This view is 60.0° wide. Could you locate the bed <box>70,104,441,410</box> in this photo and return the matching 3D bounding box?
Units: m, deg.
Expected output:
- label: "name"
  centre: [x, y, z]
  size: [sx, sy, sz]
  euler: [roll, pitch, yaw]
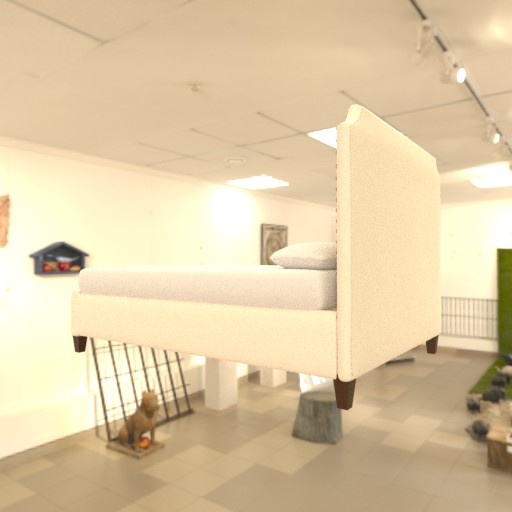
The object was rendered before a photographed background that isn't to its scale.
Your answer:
- label: "bed"
  centre: [0.000, 0.000, 3.436]
  size: [2.372, 1.497, 1.712]
  euler: [0, -1, 36]
